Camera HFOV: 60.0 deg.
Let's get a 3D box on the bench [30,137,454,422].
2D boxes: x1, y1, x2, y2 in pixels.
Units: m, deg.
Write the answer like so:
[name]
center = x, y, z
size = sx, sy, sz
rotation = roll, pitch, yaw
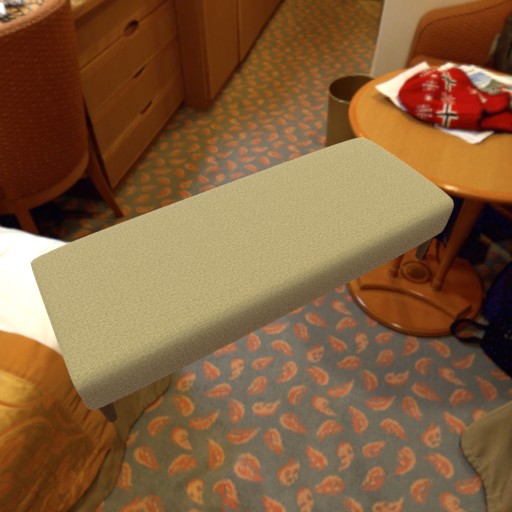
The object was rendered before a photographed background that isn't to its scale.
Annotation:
[bench]
center = 0.000, 0.000, 1.847
size = 1.598, 0.383, 0.631
rotation = -24, 51, -21
